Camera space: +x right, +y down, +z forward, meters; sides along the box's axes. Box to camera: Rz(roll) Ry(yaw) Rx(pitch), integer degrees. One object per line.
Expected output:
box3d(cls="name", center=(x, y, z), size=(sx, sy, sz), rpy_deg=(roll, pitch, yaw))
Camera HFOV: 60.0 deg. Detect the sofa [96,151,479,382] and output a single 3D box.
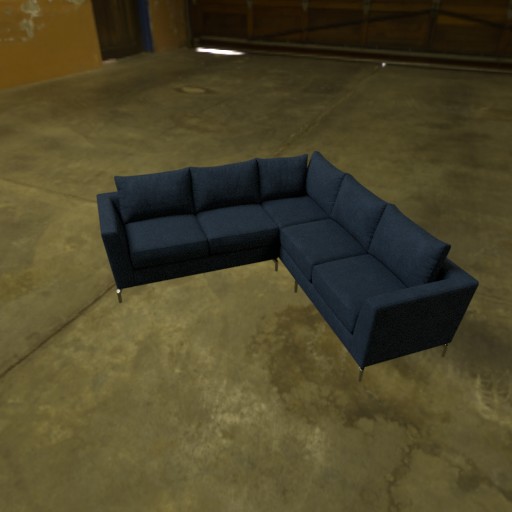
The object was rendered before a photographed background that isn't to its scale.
box3d(cls="sofa", center=(0.000, 0.000, 3.871), size=(2.472, 0.988, 2.463), rpy_deg=(-11, 34, -16))
